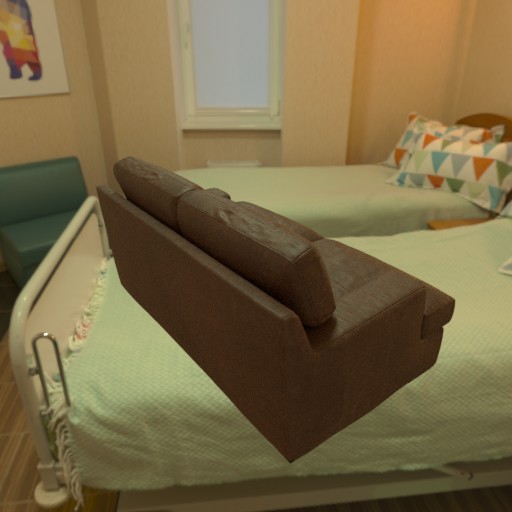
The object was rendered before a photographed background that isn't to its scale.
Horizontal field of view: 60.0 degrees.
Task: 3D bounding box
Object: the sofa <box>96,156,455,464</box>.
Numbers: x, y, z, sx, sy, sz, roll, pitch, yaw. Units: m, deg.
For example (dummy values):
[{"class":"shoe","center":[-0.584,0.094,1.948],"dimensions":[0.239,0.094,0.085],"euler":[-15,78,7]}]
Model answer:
[{"class":"sofa","center":[0.000,0.000,2.504],"dimensions":[1.143,0.939,1.880],"euler":[-18,32,-32]}]
